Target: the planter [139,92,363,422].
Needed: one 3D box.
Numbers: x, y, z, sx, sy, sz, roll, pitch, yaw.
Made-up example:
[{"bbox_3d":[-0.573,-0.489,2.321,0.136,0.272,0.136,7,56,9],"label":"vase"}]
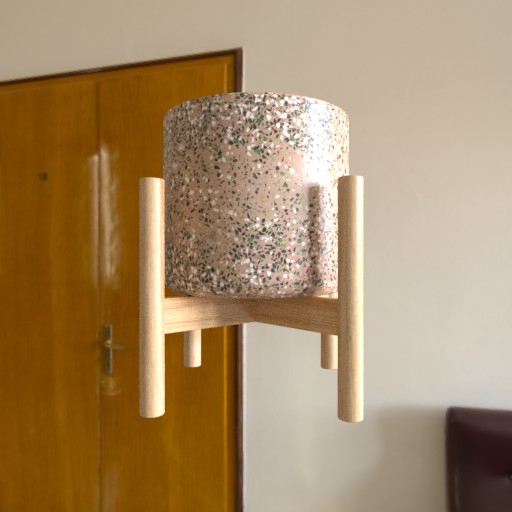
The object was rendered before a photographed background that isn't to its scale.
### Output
[{"bbox_3d":[0.000,0.000,0.543,0.284,0.320,0.284,0,0,-19],"label":"planter"}]
